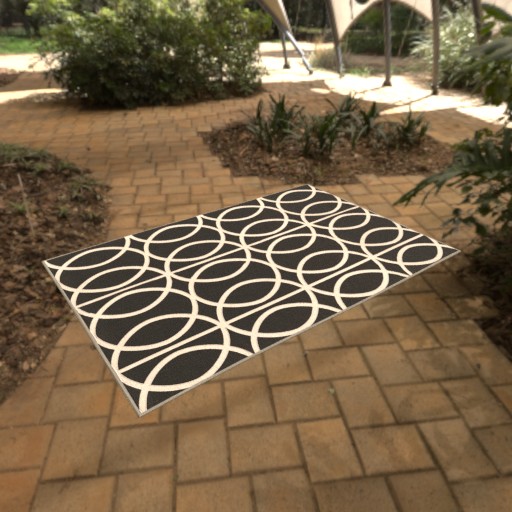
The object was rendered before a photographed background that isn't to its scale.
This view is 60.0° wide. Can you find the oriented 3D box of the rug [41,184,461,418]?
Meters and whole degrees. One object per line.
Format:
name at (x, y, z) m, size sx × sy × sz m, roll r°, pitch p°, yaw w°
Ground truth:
rug at (0.000, 0.000, 2.893) m, size 2.294 × 0.014 × 1.528 m, roll -20°, pitch 36°, yaw -31°
